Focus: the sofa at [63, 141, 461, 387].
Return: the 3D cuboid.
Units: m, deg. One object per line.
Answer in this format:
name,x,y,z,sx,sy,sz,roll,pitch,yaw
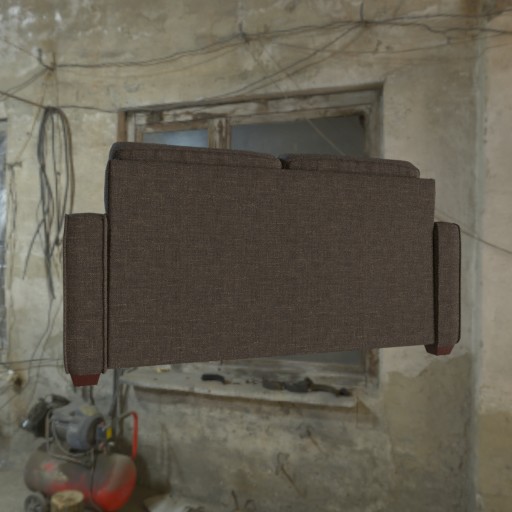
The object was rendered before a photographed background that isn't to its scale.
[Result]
sofa,0.000,0.000,2.214,1.709,0.918,0.947,0,1,-18
